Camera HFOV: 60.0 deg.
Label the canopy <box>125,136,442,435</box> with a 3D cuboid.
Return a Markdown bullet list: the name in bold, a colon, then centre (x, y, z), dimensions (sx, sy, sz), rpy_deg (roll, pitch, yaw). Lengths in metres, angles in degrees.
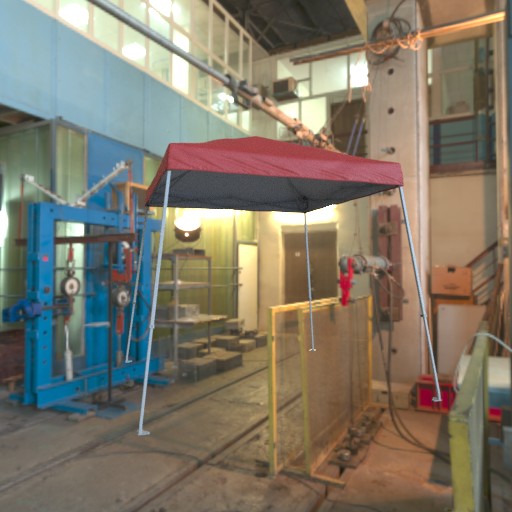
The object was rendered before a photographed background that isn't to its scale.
- **canopy**: centre (0.000, 0.000, 6.610), dimensions (3.600, 3.600, 3.599), rpy_deg (1, -2, -18)
